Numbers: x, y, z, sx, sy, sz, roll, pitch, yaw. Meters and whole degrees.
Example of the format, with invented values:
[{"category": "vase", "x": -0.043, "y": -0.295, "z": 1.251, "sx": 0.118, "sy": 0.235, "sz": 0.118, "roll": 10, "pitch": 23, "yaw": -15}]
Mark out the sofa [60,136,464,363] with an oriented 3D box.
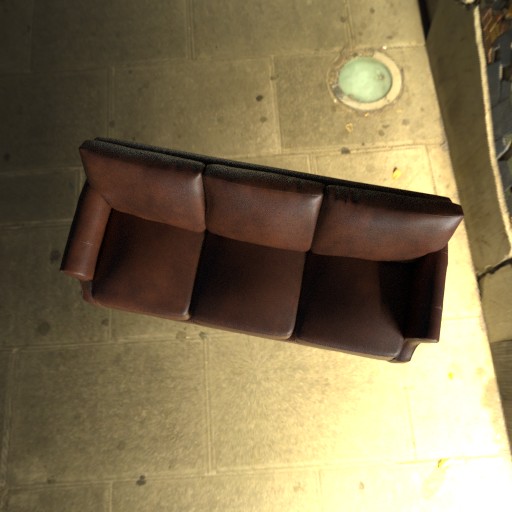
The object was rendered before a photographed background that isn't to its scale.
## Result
[{"category": "sofa", "x": 0.000, "y": 0.000, "z": 2.842, "sx": 2.351, "sy": 0.977, "sz": 0.973, "roll": 10, "pitch": 76, "yaw": 3}]
